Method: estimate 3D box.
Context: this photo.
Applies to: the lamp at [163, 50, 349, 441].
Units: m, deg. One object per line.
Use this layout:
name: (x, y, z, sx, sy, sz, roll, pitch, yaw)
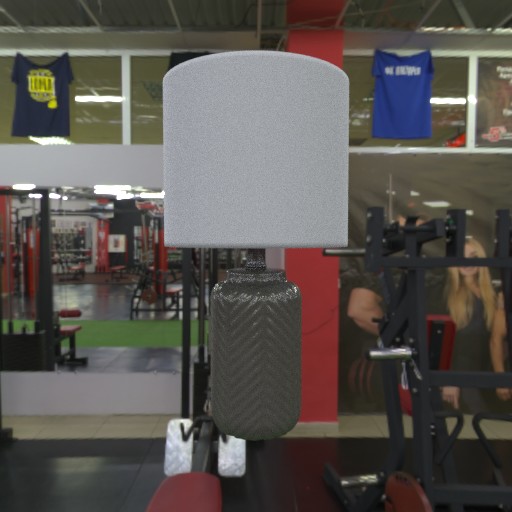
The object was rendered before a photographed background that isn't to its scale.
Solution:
lamp: (0.000, 0.000, 0.502, 0.203, 0.389, 0.203, 0, 3, 2)
